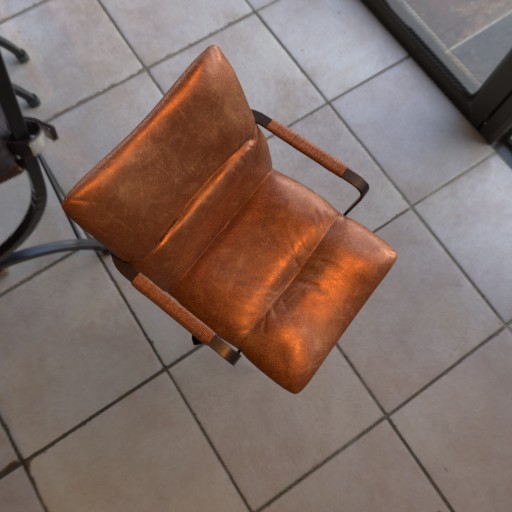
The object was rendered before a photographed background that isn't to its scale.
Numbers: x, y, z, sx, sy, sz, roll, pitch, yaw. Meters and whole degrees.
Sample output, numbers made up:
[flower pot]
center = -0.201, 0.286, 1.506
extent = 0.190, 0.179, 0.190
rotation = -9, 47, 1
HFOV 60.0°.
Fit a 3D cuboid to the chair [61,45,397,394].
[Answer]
[chair]
center = 0.000, 0.000, 1.455
extent = 0.754, 0.922, 0.727
rotation = 37, 78, 9
